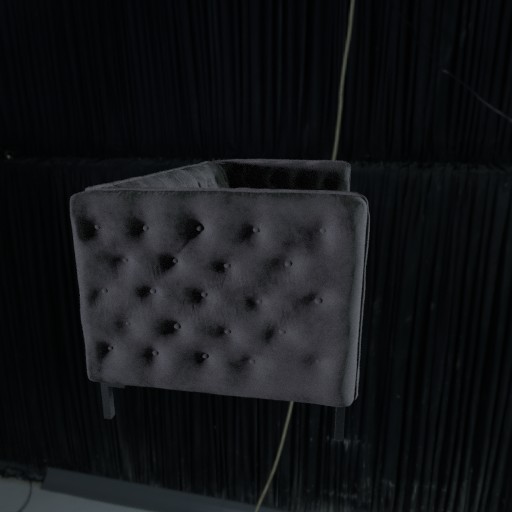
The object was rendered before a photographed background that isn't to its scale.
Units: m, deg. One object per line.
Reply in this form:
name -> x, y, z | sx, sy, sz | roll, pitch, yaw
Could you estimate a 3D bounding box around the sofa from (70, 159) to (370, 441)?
sofa -> 0.000, 0.000, 2.079 | 0.909, 0.810, 1.583 | 3, 16, 9
